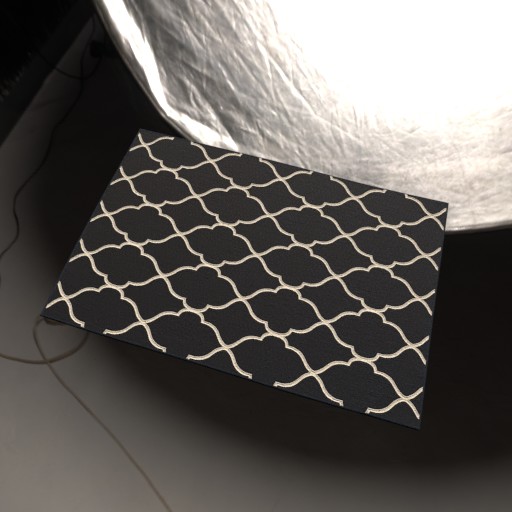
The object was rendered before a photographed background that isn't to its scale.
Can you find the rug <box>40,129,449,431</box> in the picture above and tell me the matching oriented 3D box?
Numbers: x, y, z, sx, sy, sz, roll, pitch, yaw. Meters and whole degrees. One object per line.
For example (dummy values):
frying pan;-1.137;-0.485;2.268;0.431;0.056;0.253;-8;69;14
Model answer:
rug;0.000;0.000;2.851;2.294;0.014;1.528;15;65;7
